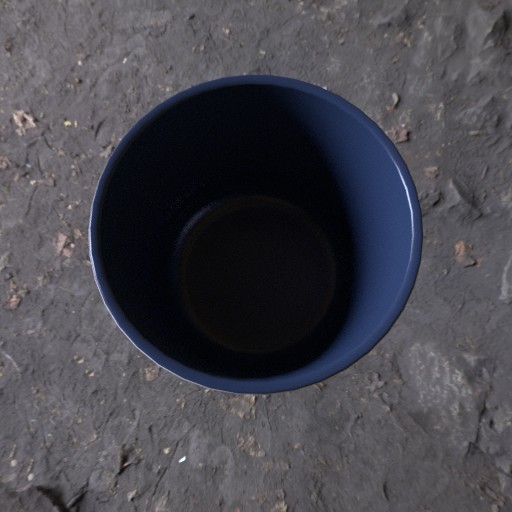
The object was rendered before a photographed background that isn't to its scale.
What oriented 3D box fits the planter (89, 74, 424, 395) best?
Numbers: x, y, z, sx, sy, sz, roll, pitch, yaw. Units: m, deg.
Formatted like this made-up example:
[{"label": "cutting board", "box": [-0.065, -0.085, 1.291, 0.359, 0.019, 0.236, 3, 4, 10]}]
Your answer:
[{"label": "planter", "box": [0.000, 0.000, 0.318, 0.182, 0.165, 0.182, 0, 76, 0]}]
